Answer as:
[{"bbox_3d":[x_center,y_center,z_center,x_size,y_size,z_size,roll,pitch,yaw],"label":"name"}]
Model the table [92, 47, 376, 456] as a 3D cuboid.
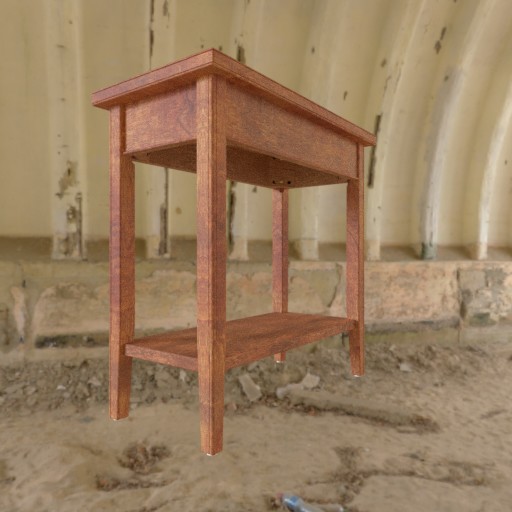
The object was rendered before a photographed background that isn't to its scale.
[{"bbox_3d":[0.000,0.000,0.975,0.305,0.610,0.610,0,1,37],"label":"table"}]
